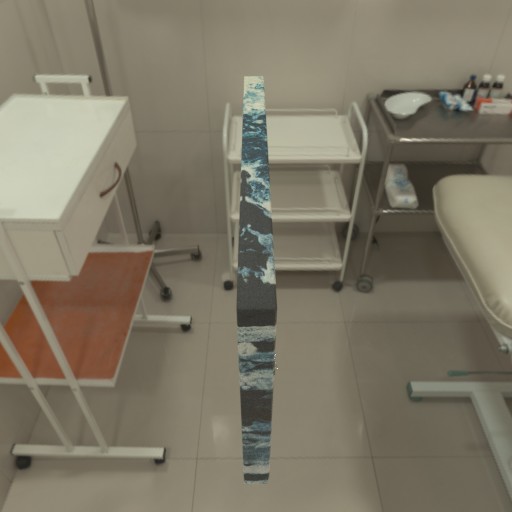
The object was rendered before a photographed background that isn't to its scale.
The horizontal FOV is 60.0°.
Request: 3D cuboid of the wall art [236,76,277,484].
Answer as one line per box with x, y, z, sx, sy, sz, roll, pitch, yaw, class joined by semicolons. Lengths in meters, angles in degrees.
0.000;0.000;0.778;0.043;0.407;0.609;0;42;0;wall art
